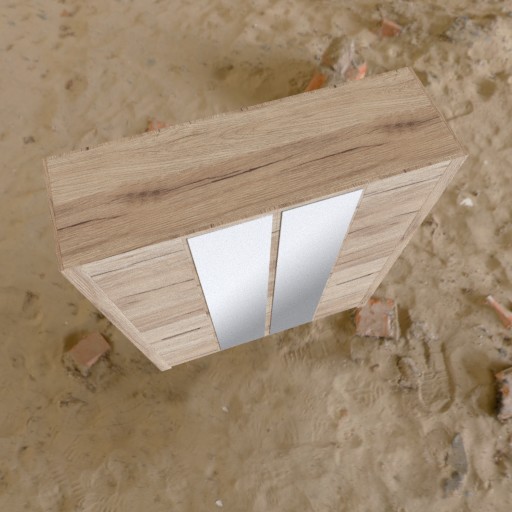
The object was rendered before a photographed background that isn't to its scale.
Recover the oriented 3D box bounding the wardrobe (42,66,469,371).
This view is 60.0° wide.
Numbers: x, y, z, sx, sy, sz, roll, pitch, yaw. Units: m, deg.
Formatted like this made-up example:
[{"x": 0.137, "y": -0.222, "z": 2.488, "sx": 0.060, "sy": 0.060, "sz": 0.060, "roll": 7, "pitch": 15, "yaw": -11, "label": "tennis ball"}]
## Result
[{"x": 0.000, "y": 0.000, "z": 2.904, "sx": 1.810, "sy": 2.070, "sz": 0.580, "roll": -17, "pitch": 66, "yaw": -8, "label": "wardrobe"}]
